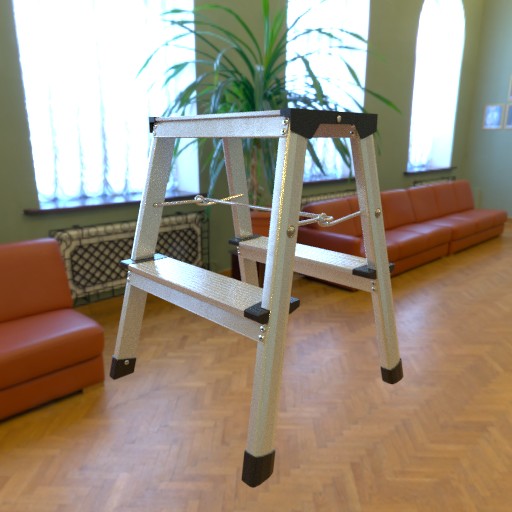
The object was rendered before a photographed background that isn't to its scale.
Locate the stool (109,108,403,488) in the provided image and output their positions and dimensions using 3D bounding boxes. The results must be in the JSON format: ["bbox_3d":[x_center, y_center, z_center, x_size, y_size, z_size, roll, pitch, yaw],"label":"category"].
[{"bbox_3d":[0.000,0.000,0.791,0.405,0.480,0.404,-14,20,-43],"label":"stool"}]
